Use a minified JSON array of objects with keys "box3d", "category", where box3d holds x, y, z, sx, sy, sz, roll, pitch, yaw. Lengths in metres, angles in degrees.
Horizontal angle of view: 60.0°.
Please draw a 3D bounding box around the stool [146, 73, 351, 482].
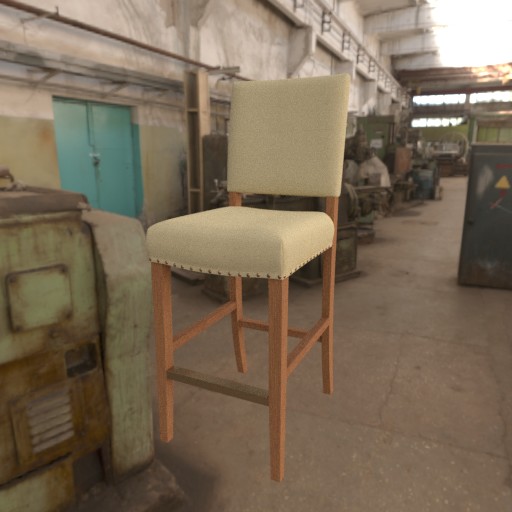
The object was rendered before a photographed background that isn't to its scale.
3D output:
[{"box3d":[0.000,0.000,1.466,0.445,1.168,0.584,7,15,26],"category":"stool"}]
